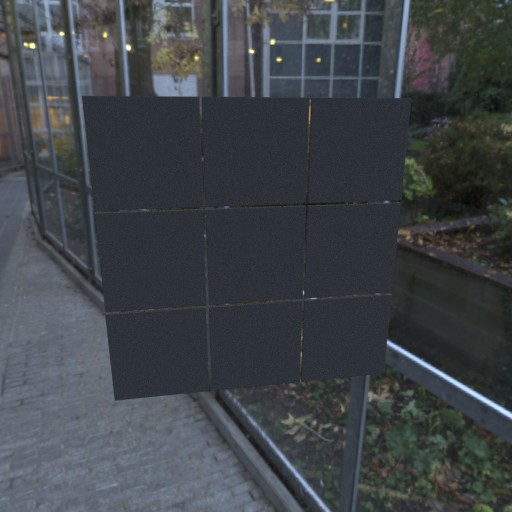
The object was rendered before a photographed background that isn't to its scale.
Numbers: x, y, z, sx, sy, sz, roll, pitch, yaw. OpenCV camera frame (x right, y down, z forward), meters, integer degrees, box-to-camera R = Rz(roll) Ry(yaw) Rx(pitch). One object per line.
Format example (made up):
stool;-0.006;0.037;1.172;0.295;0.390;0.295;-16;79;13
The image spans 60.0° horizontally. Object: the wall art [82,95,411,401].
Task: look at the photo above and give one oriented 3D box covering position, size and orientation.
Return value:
wall art;0.000;0.000;1.800;1.216;1.216;0.013;-3;18;-10
